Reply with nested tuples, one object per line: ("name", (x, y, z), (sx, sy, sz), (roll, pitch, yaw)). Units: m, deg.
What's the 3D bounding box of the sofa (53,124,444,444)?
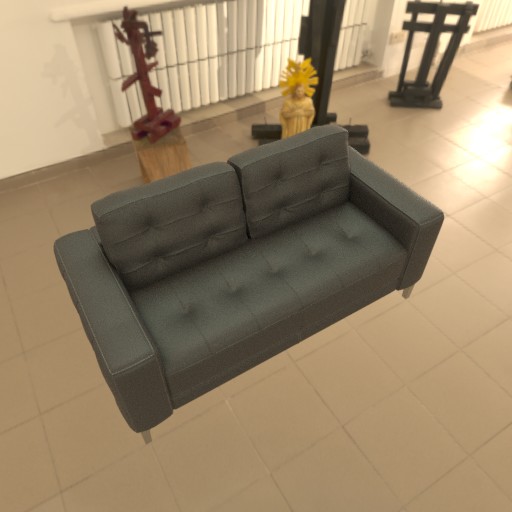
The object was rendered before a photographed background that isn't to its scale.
("sofa", (0.000, 0.000, 2.222), (1.726, 0.893, 0.833), (-24, 50, -22))
